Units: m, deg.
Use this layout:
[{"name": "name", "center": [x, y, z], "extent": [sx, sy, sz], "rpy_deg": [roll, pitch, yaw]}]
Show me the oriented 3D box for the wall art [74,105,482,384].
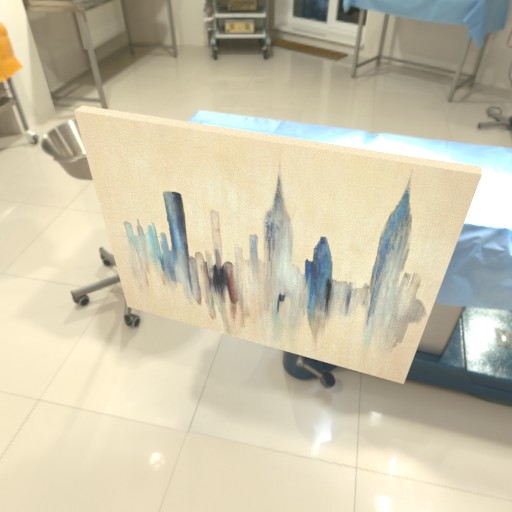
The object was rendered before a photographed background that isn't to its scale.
[{"name": "wall art", "center": [0.000, 0.000, 1.315], "extent": [1.016, 0.762, 0.038], "rpy_deg": [13, 42, 15]}]
